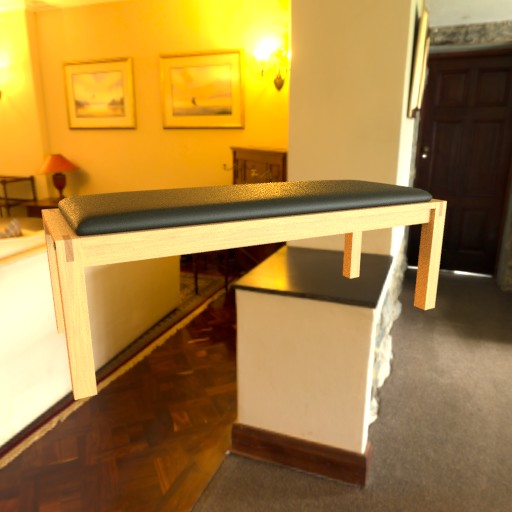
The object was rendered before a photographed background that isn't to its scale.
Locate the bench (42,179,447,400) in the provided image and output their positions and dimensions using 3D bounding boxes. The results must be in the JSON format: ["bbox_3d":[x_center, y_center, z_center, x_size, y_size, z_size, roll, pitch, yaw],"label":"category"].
[{"bbox_3d":[0.000,0.000,1.437,1.202,0.430,0.450,-8,17,-27],"label":"bench"}]
